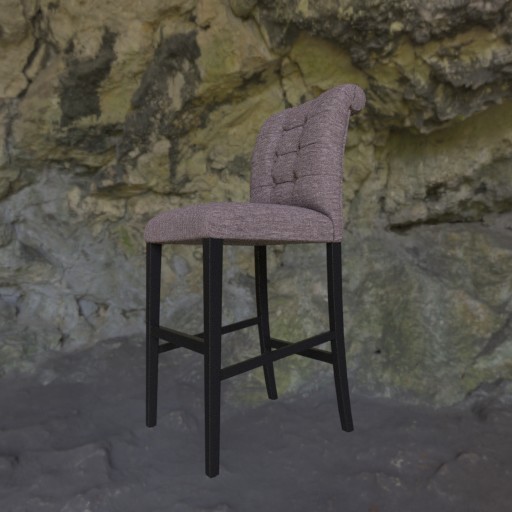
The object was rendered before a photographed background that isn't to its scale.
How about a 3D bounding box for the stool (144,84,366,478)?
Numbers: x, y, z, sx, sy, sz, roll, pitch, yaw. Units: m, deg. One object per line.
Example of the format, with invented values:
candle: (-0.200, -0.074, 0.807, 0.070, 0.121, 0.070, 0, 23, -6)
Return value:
stool: (0.000, 0.000, 1.466, 0.613, 1.131, 0.452, 0, 0, -35)
